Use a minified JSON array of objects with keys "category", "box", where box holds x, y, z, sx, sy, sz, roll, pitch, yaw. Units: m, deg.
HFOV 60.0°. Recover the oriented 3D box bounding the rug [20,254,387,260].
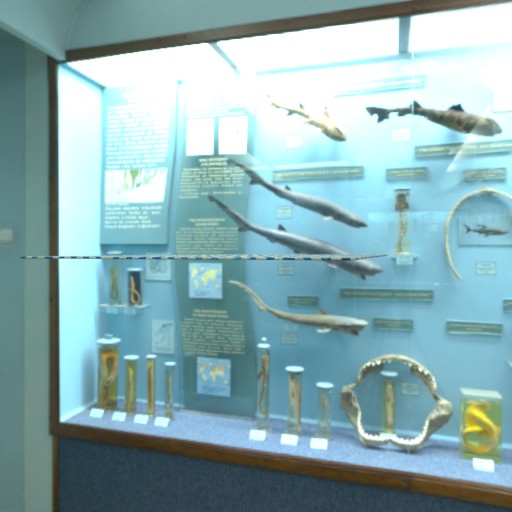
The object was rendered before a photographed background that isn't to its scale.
[{"category":"rug","box":[0.000,0.000,2.304,1.225,0.008,1.830,0,1,19]}]
